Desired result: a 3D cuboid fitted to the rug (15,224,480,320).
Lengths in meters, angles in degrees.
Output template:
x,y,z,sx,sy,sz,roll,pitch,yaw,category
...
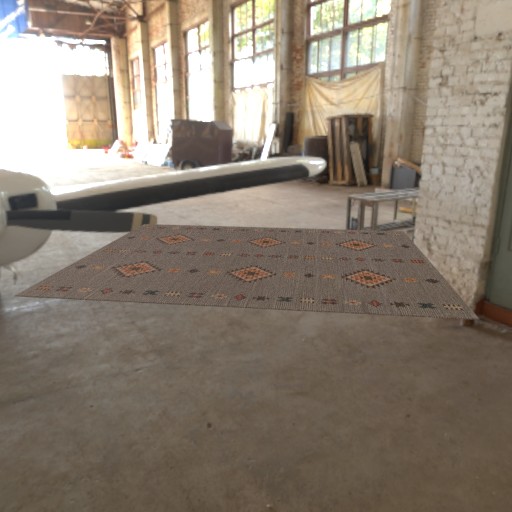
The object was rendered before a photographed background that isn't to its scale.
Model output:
x,y,z,sx,sy,sz,roll,pitch,yaw,category
0.000,0.000,4.014,3.035,0.008,2.425,2,16,7,rug
